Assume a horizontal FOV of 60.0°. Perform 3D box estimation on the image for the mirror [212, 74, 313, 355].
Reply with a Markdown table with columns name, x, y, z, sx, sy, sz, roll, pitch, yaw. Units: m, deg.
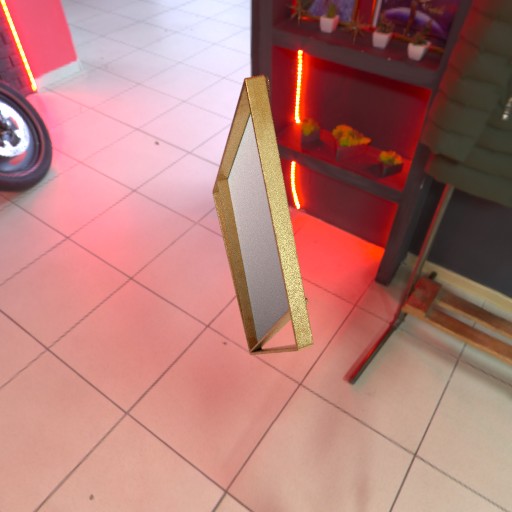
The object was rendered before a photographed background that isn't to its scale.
| name | x | y | z | sx | sy | sz | roll | pitch | yaw |
| --- | --- | --- | --- | --- | --- | --- | --- | --- | --- |
| mirror | 0.000 | 0.000 | 0.821 | 0.032 | 0.679 | 0.419 | -17 | 49 | -15 |
